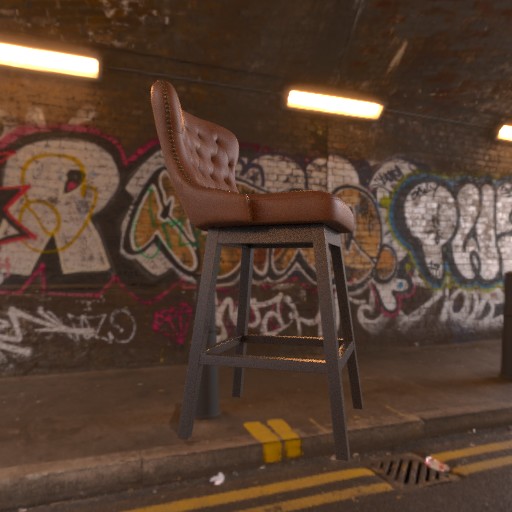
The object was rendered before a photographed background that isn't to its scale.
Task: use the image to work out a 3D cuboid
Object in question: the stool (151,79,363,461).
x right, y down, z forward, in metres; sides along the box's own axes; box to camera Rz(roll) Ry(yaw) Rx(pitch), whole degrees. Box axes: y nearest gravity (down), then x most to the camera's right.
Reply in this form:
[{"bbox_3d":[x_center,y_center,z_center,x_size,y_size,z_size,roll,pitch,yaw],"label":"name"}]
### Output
[{"bbox_3d":[0.000,0.000,1.338,0.593,0.971,0.528,-1,-2,18],"label":"stool"}]
